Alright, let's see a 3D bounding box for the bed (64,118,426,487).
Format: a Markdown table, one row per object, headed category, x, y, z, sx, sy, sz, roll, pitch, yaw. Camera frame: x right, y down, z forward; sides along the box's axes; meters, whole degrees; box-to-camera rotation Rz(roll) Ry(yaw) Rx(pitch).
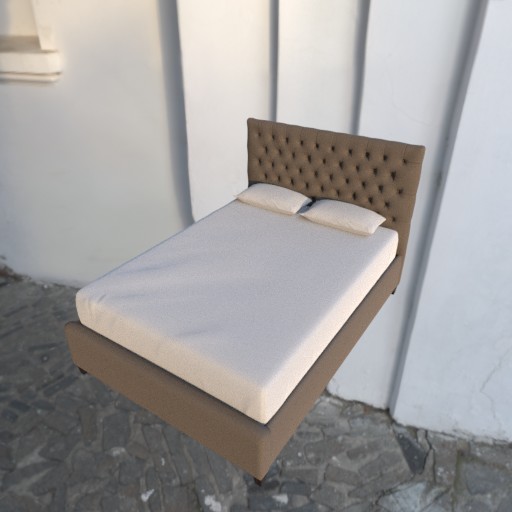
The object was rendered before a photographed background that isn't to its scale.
| category | x | y | z | sx | sy | sz | roll | pitch | yaw |
| --- | --- | --- | --- | --- | --- | --- | --- | --- | --- |
| bed | 0.000 | 0.000 | 3.412 | 1.698 | 1.427 | 2.387 | 19 | 36 | 29 |
